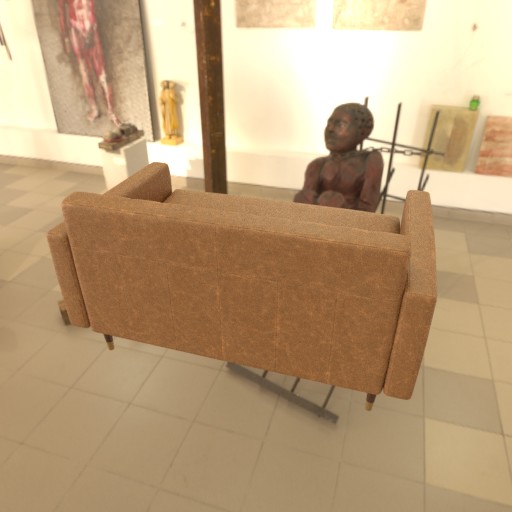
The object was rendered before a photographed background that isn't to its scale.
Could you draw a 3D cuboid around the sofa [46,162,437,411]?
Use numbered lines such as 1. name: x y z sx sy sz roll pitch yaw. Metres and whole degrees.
1. sofa: 0.000 0.000 2.130 1.549 0.820 0.960 9 32 15
